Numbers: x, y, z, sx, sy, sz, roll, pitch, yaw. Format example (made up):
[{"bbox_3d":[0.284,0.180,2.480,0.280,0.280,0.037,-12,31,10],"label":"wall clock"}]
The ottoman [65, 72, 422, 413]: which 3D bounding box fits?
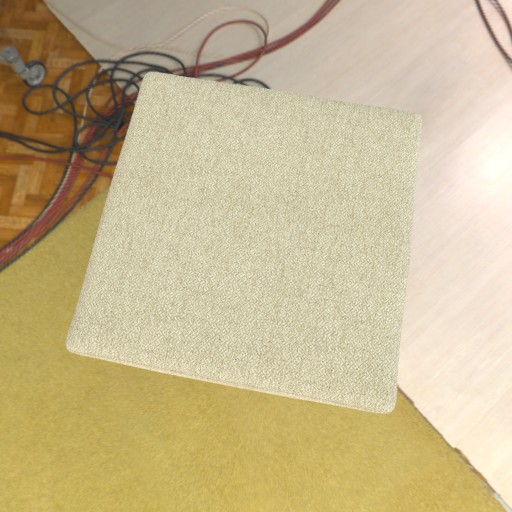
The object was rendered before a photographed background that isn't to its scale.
[{"bbox_3d":[0.000,0.000,0.896,0.508,0.432,0.508,10,75,3],"label":"ottoman"}]
